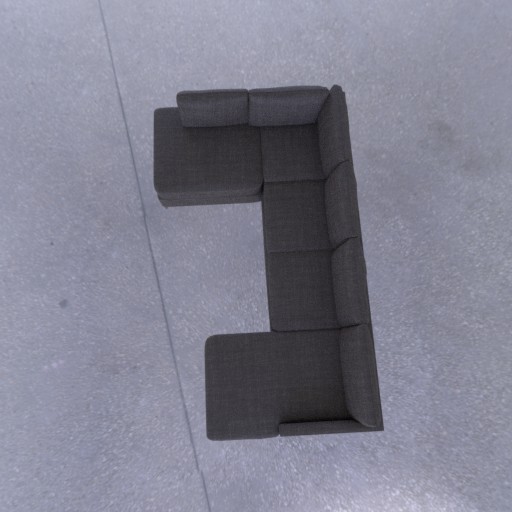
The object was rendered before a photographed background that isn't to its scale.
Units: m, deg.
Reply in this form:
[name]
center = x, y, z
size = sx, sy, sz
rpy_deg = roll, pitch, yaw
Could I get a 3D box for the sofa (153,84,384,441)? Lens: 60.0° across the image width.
[sofa]
center = 0.000, 0.000, 4.444
size = 2.048, 0.999, 3.423
rpy_deg = -3, 76, -1
